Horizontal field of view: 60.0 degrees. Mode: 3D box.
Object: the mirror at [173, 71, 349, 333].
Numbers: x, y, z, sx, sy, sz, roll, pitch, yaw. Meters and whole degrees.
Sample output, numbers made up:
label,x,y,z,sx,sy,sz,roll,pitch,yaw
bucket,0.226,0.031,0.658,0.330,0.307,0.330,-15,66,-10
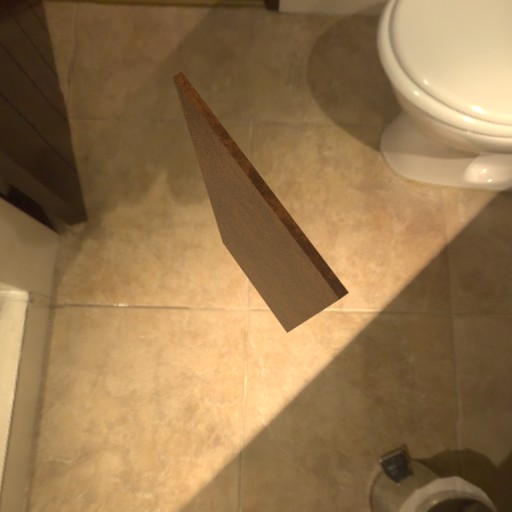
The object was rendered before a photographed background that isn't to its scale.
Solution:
label,x,y,z,sx,sy,sz,roll,pitch,yaw
mirror,0.000,0.000,2.241,0.032,2.031,0.812,-35,80,-7
